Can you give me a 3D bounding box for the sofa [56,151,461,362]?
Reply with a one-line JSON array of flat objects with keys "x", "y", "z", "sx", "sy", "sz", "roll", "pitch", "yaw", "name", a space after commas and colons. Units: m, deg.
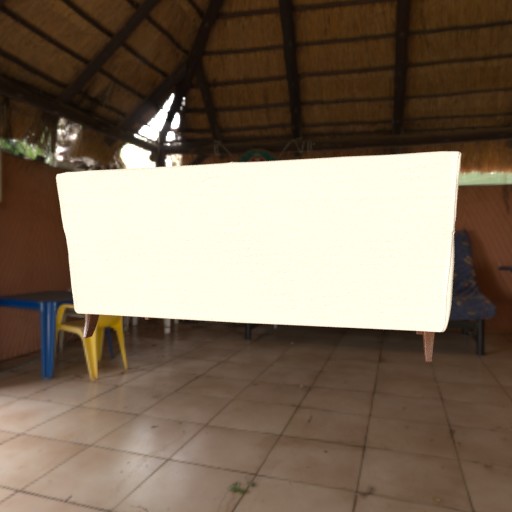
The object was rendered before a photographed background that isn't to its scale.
[{"x": 0.000, "y": 0.000, "z": 2.489, "sx": 2.001, "sy": 0.907, "sz": 0.841, "roll": 0, "pitch": 1, "yaw": 17, "name": "sofa"}]
